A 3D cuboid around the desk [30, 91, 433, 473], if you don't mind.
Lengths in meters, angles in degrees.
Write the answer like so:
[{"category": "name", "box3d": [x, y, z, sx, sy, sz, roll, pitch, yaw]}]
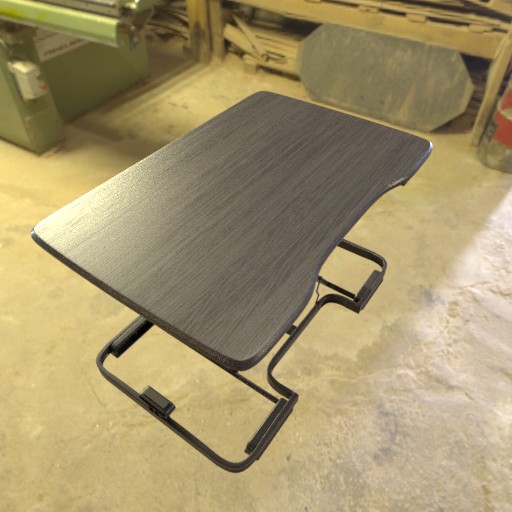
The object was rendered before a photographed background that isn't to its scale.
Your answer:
[{"category": "desk", "box3d": [0.000, 0.000, 1.147, 0.546, 0.470, 0.820, 26, 50, 25]}]
